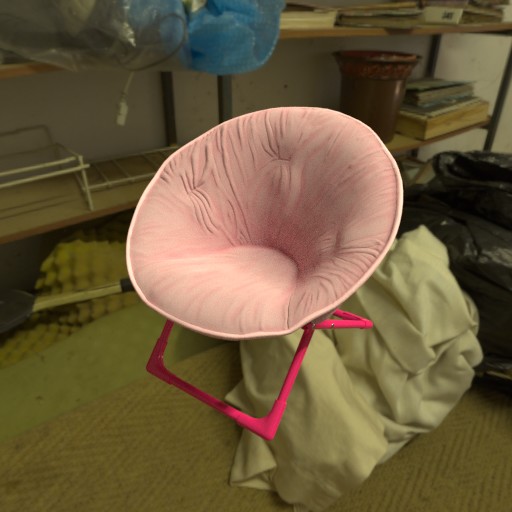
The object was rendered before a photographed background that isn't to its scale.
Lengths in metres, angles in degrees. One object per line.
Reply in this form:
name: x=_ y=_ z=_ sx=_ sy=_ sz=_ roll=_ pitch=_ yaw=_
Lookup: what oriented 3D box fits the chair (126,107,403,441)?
chair: x=0.000 y=0.000 z=0.879 sx=0.522 sy=0.494 sz=0.459 roll=19 pitch=35 yaw=29
